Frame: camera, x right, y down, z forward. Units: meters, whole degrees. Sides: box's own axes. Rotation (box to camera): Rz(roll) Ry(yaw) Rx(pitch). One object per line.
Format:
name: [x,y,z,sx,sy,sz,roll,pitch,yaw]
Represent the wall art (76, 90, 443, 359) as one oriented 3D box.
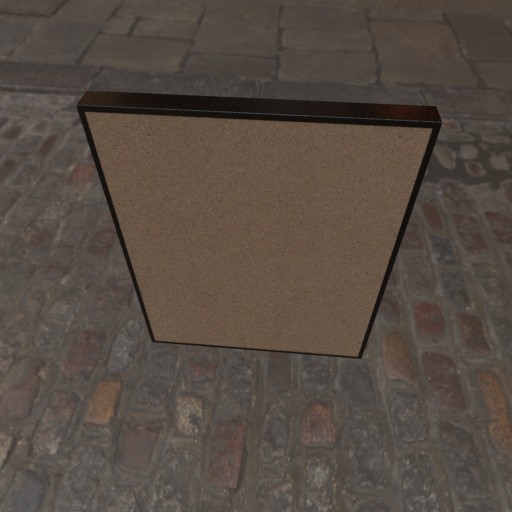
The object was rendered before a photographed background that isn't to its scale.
wall art: [0.000,0.000,0.754,0.448,0.551,0.038,4,47,4]
